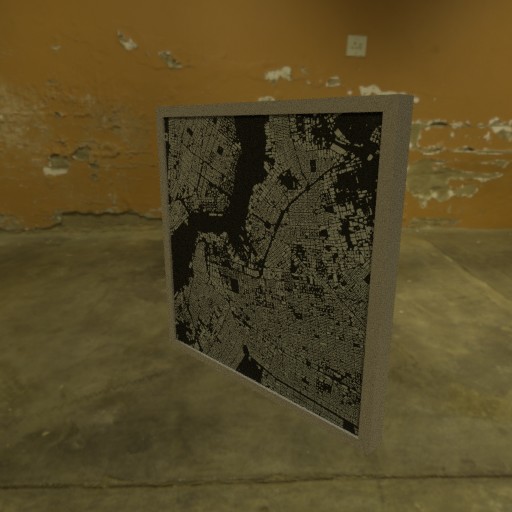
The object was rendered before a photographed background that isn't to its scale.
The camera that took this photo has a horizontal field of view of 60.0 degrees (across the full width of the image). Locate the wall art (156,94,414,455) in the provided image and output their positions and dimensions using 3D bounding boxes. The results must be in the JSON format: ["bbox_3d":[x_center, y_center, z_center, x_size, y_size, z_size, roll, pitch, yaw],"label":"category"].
[{"bbox_3d":[0.000,0.000,0.771,0.506,0.506,0.038,15,22,42],"label":"wall art"}]
